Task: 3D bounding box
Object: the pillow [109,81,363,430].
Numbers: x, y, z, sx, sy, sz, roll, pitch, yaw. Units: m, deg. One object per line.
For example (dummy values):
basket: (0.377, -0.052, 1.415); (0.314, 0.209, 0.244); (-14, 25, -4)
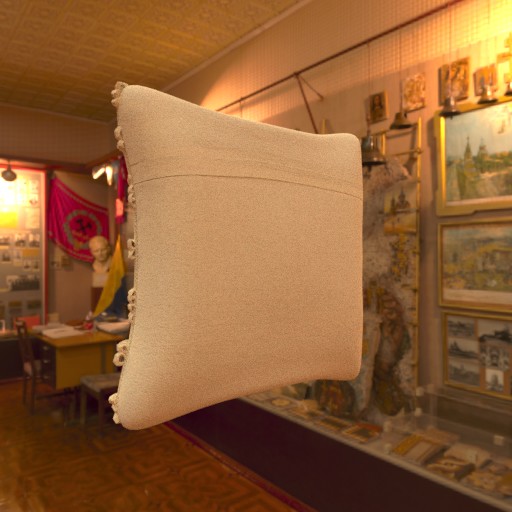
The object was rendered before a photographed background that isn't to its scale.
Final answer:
pillow: (0.000, 0.000, 0.658); (0.437, 0.427, 0.145); (0, 0, -37)
